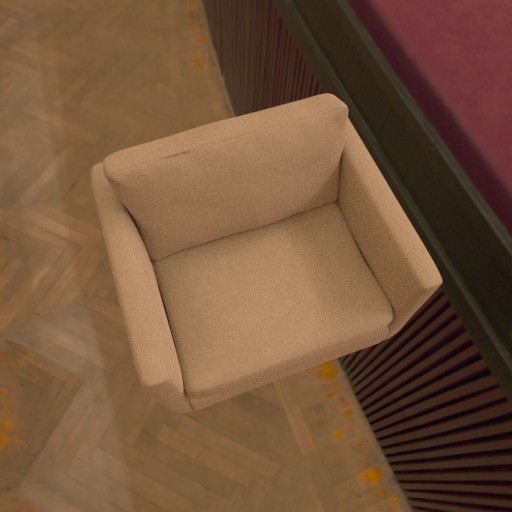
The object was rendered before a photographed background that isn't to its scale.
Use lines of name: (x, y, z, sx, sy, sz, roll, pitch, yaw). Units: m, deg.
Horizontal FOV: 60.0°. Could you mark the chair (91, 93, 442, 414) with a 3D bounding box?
chair: (0.000, 0.000, 1.881, 1.107, 0.961, 0.959, -18, 65, -9)
